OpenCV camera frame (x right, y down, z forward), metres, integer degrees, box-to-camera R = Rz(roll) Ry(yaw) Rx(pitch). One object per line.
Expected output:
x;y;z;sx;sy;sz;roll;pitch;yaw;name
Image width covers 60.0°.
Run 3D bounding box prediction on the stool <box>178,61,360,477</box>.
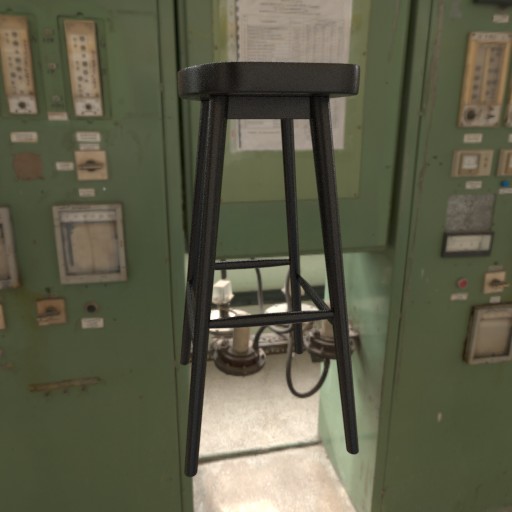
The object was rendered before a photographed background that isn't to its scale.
0.000;0.000;0.980;0.361;0.749;0.440;-3;18;-10;stool
